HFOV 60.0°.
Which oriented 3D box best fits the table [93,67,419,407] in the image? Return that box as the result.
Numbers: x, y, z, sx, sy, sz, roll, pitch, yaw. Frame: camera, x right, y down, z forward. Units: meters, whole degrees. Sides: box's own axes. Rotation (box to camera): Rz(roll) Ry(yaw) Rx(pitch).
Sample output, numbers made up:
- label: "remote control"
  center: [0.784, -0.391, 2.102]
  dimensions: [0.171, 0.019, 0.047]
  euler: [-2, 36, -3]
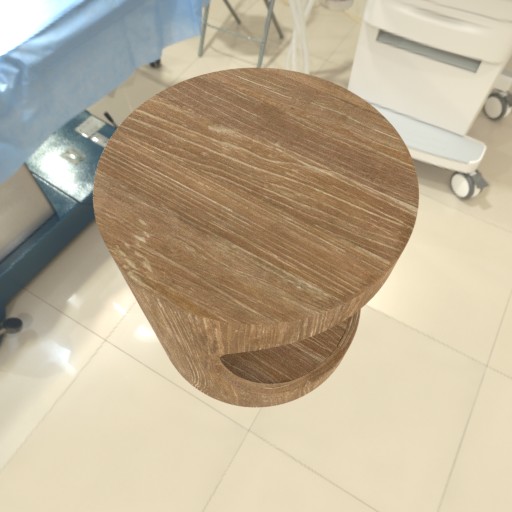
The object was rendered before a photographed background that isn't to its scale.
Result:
- label: "table"
  center: [0.000, 0.000, 0.965]
  dimensions: [0.527, 0.551, 0.527]
  euler: [0, 60, 0]
